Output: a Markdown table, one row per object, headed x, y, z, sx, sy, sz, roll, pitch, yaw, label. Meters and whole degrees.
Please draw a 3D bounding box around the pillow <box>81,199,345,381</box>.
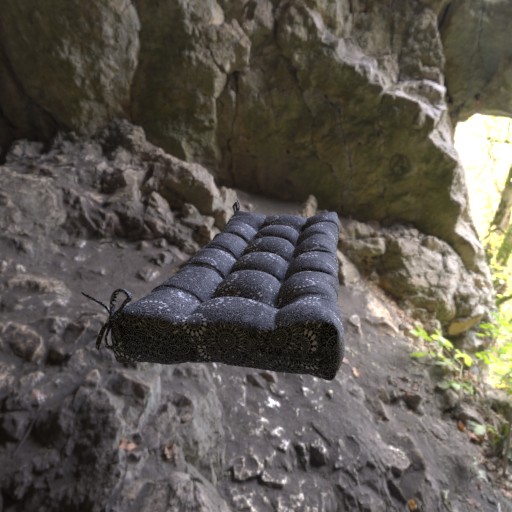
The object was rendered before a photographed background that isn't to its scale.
| x | y | z | sx | sy | sz | roll | pitch | yaw | label |
| --- | --- | --- | --- | --- | --- | --- | --- | --- | --- |
| 0.000 | 0.000 | 1.343 | 0.511 | 0.174 | 1.194 | 3 | 16 | 9 | pillow |
